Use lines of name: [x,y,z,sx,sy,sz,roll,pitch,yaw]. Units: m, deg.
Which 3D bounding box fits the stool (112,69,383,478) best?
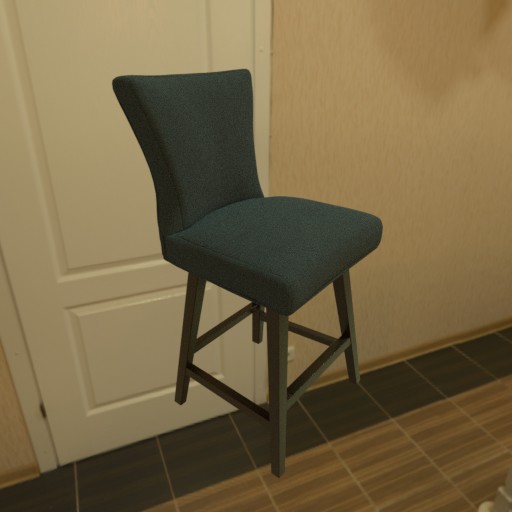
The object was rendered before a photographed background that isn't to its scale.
stool: [0.000,0.000,1.316,0.574,1.000,0.514,18,31,34]
